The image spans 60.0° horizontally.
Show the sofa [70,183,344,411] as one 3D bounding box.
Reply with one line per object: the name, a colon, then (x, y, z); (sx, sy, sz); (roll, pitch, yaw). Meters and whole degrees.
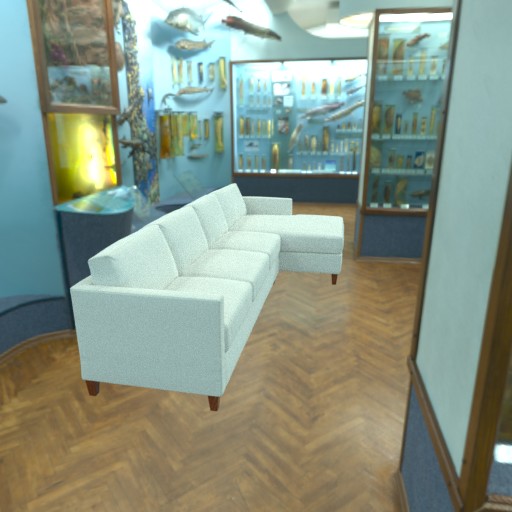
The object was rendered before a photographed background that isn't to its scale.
sofa: (0.000, 0.000, 4.146); (1.606, 0.954, 3.471); (3, 17, 11)
